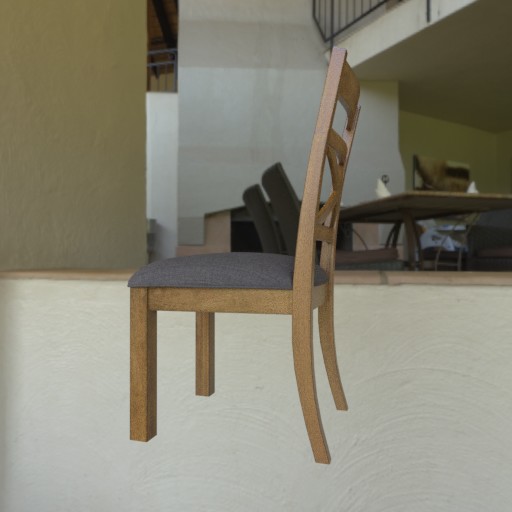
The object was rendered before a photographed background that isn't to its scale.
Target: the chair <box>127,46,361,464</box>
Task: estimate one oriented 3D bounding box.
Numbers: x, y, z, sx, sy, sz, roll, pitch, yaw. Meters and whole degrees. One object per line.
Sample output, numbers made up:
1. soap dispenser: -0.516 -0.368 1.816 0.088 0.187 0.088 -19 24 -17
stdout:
1. chair: 0.000 0.000 1.271 0.581 0.949 0.470 0 0 18
